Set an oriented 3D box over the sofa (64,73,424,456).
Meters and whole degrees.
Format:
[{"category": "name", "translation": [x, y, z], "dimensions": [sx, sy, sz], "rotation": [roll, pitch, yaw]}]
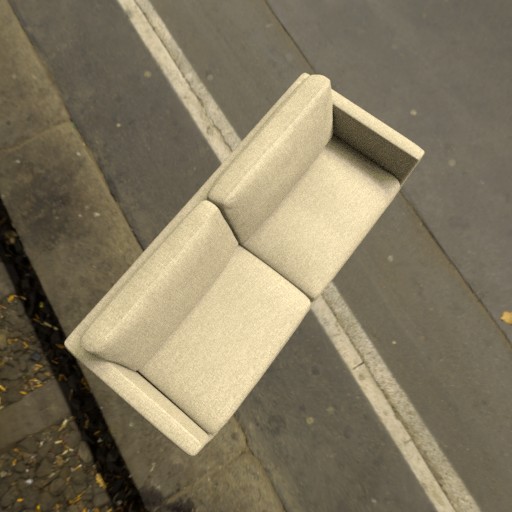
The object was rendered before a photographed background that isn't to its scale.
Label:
[{"category": "sofa", "translation": [0.000, 0.000, 2.783], "dimensions": [0.956, 0.960, 2.208], "rotation": [37, 78, 10]}]
